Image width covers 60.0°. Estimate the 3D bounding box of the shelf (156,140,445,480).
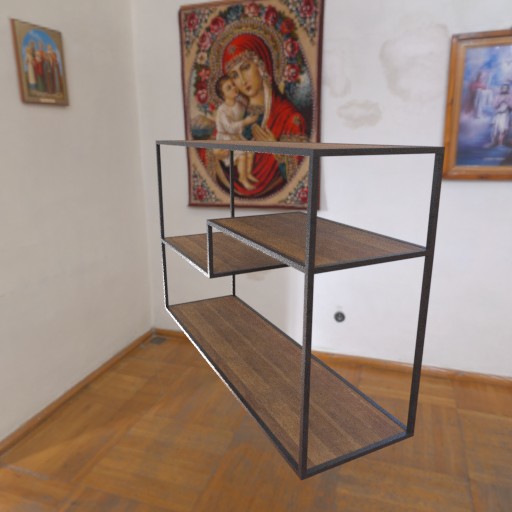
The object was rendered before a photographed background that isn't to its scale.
[{"bbox_3d":[0.000,0.000,1.543,0.361,0.765,1.201,-8,17,-26],"label":"shelf"}]
